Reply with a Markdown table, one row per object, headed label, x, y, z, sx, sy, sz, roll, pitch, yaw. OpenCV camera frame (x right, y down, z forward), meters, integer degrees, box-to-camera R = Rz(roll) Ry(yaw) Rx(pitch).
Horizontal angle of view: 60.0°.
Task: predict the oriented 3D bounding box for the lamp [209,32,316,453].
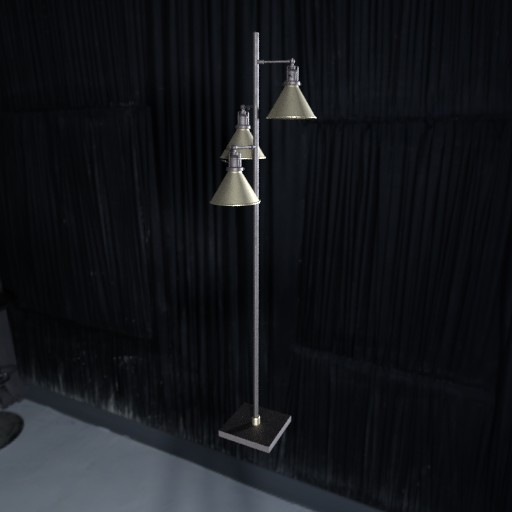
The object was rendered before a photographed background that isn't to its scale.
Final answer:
| label | x | y | z | sx | sy | sz | roll | pitch | yaw |
| --- | --- | --- | --- | --- | --- | --- | --- | --- | --- |
| lamp | 0.000 | 0.000 | 1.855 | 0.428 | 1.716 | 0.415 | 7 | 17 | 25 |
